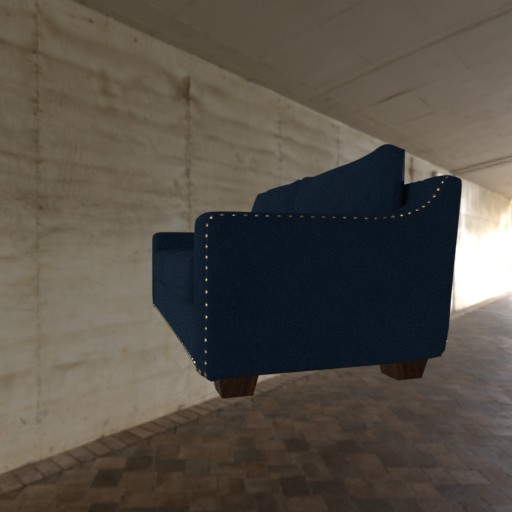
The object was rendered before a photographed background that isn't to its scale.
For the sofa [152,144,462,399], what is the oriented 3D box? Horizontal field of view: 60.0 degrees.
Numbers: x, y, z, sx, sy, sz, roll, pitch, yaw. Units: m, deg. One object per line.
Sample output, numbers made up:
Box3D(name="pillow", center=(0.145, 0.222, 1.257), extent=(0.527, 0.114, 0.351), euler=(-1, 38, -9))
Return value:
Box3D(name="sofa", center=(0.000, 0.000, 2.640), extent=(1.104, 0.983, 2.107), euler=(0, 1, -18))
